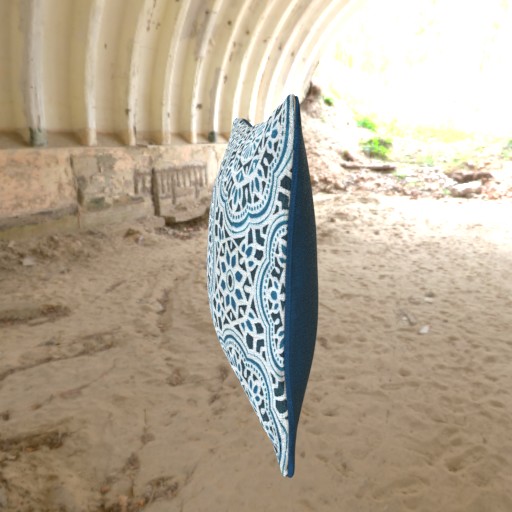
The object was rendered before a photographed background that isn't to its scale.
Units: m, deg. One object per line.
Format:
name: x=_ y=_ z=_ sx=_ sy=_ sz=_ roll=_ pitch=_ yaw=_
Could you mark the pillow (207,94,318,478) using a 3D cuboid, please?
pillow: x=0.000 y=0.000 z=0.663 sx=0.145 sy=0.420 sz=0.440 roll=-3 pitch=15 yaw=-9
